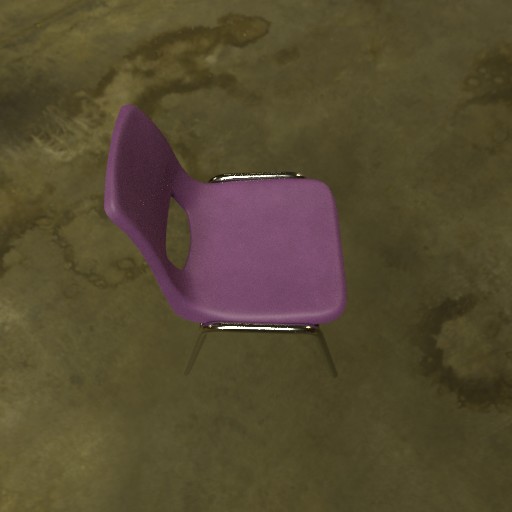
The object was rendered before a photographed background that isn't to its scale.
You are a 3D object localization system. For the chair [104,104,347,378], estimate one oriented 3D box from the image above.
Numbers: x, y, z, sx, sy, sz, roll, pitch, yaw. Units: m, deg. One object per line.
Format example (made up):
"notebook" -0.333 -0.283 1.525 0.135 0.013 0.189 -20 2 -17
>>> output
"chair" 0.000 0.000 0.963 0.432 0.704 0.381 -1 62 0
